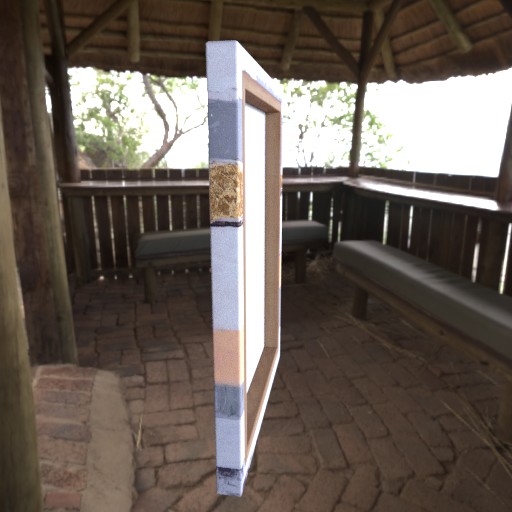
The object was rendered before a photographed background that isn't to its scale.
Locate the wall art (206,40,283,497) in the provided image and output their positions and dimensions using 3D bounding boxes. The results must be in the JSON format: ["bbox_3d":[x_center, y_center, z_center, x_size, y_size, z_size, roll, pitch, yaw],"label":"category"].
[{"bbox_3d":[0.000,0.000,0.791,0.038,0.609,0.456,2,14,10],"label":"wall art"}]
